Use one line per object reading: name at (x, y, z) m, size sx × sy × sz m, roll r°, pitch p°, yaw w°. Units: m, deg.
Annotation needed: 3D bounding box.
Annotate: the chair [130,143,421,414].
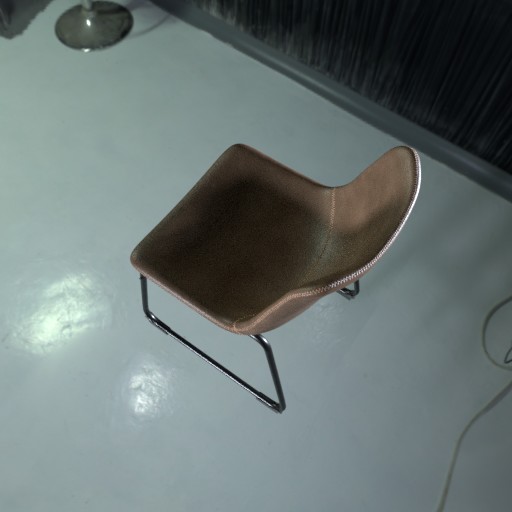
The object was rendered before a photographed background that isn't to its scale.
chair at (0.000, 0.000, 1.109) m, size 0.551 × 0.780 × 0.460 m, roll 32°, pitch 67°, yaw 15°
